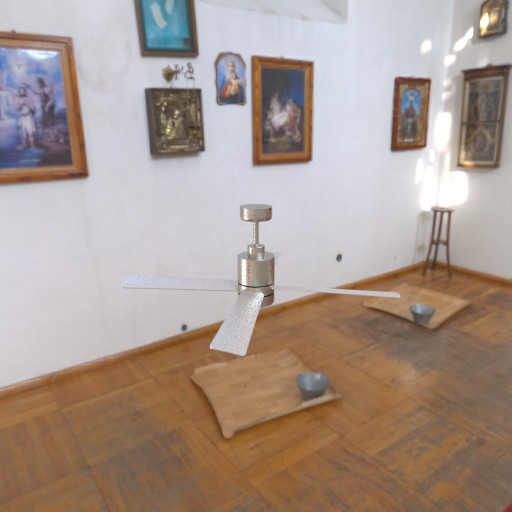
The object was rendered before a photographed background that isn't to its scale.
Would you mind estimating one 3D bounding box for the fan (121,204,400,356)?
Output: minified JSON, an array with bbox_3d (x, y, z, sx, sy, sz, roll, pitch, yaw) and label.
[{"bbox_3d":[0.000,0.000,2.396,1.525,0.539,1.525,2,15,9],"label":"fan"}]
